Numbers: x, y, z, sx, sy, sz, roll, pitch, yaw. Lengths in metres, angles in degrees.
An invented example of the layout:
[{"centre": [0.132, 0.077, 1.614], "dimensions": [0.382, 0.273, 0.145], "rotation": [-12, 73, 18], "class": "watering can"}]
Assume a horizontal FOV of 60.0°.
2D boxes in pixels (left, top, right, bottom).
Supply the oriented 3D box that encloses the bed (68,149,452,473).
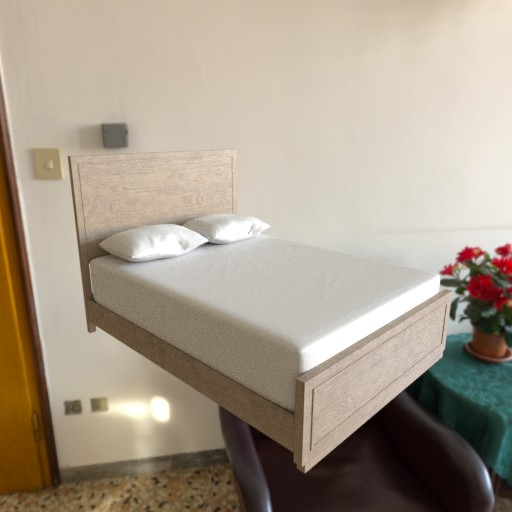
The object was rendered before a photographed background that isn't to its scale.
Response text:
[{"centre": [0.000, 0.000, 3.159], "dimensions": [2.189, 1.369, 1.606], "rotation": [15, 22, 42], "class": "bed"}]
